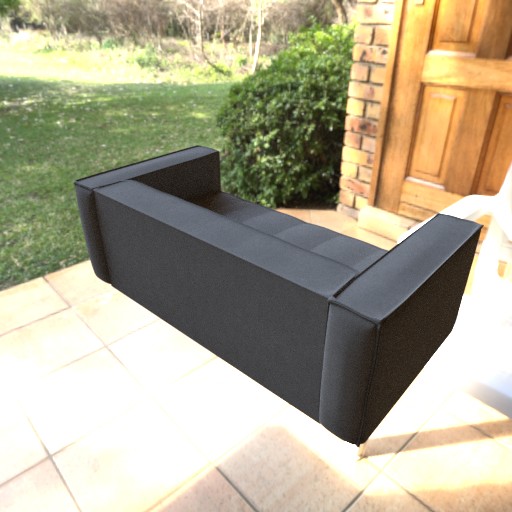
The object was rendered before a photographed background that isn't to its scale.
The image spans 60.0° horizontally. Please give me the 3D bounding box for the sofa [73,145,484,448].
[{"bbox_3d":[0.000,0.000,2.460,1.995,0.680,1.038,24,38,35],"label":"sofa"}]
